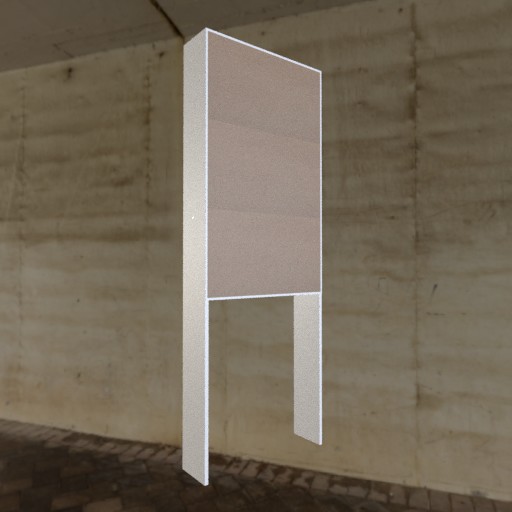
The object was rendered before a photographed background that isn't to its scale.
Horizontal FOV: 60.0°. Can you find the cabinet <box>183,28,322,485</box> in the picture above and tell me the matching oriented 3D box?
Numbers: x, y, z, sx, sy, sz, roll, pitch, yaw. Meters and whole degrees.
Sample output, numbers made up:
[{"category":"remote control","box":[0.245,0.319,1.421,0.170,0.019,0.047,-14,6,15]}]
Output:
[{"category":"cabinet","box":[0.000,0.000,1.983,0.643,1.770,0.192,1,-1,-38]}]
